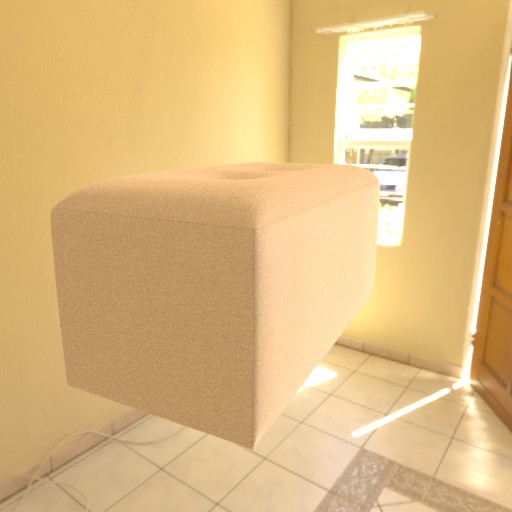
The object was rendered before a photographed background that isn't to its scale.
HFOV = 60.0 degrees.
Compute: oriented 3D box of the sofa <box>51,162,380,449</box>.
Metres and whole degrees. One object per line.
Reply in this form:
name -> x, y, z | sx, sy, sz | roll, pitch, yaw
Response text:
sofa -> 0.000, 0.000, 1.213 | 0.480, 0.470, 0.930 | 7, 17, 26
